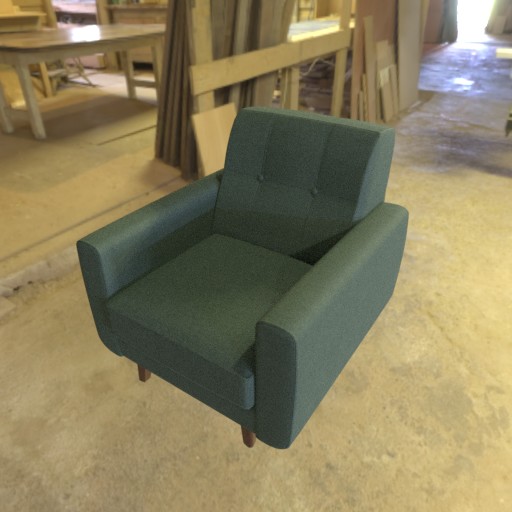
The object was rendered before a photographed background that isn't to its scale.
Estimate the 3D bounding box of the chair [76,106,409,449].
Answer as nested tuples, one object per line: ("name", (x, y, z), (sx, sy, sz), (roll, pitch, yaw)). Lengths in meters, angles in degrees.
("chair", (0.000, 0.000, 1.579), (0.831, 0.841, 0.909), (20, 37, 29))
